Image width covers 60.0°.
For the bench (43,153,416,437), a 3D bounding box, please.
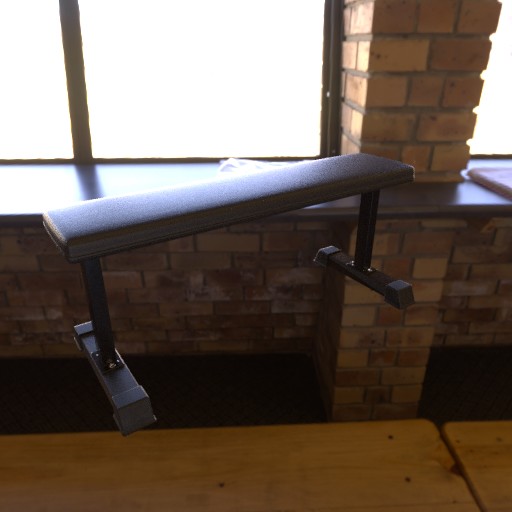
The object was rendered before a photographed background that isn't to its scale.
[{"bbox_3d":[0.000,0.000,1.313,1.072,0.453,0.439,-16,30,-30],"label":"bench"}]
